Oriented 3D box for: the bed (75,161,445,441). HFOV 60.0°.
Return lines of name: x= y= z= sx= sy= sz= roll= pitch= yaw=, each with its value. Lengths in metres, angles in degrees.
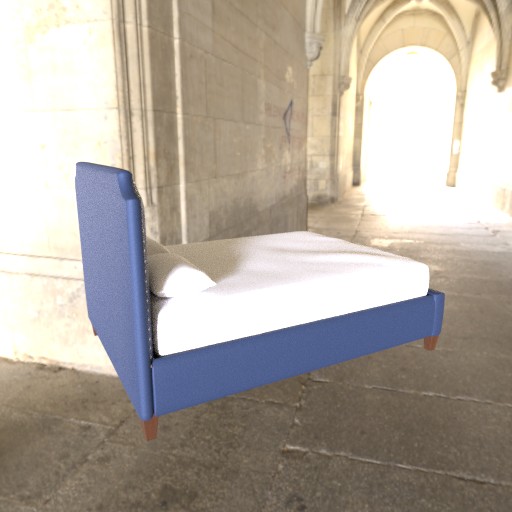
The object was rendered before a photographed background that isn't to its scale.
bed: x=0.000 y=0.000 z=3.447 sx=2.372 sy=1.443 sz=1.712 roll=-8 pitch=16 yaw=-28
